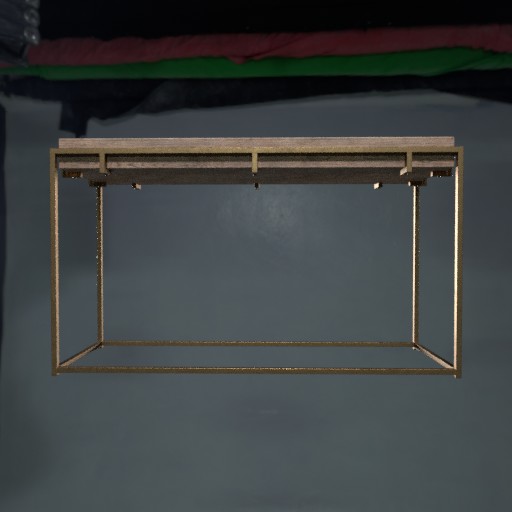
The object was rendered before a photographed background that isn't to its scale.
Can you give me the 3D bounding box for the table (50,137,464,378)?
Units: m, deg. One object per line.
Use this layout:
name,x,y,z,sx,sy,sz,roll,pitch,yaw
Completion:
table,0.000,0.000,1.726,1.400,0.820,0.440,0,1,1
